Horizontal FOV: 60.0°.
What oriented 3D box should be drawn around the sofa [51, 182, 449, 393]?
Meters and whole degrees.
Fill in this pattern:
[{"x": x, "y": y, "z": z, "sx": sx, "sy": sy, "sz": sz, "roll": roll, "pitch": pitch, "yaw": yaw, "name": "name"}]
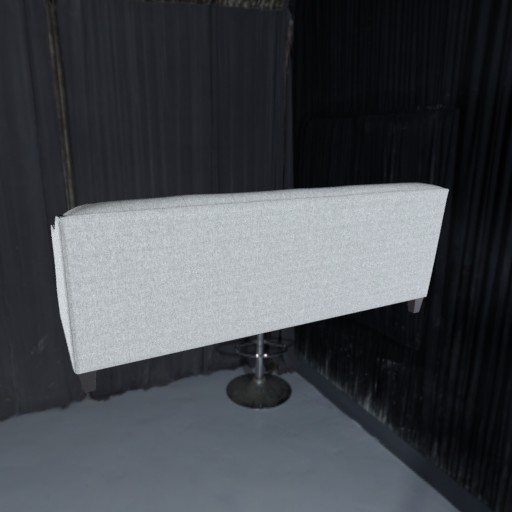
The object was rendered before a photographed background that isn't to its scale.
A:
[{"x": 0.000, "y": 0.000, "z": 2.733, "sx": 2.235, "sy": 0.901, "sz": 0.914, "roll": -8, "pitch": 17, "yaw": -27, "name": "sofa"}]
